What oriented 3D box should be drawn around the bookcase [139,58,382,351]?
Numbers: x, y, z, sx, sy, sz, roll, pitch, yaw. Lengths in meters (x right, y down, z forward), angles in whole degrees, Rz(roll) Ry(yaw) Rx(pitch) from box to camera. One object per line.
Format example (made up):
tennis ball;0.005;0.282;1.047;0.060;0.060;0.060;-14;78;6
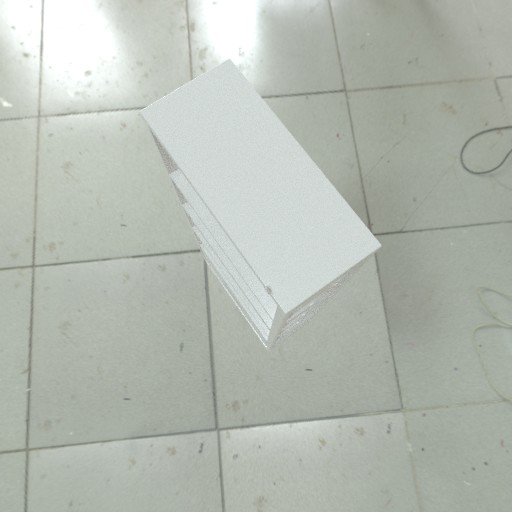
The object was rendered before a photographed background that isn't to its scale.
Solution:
bookcase;0.000;0.000;2.158;0.361;1.869;0.761;-34;77;-9
